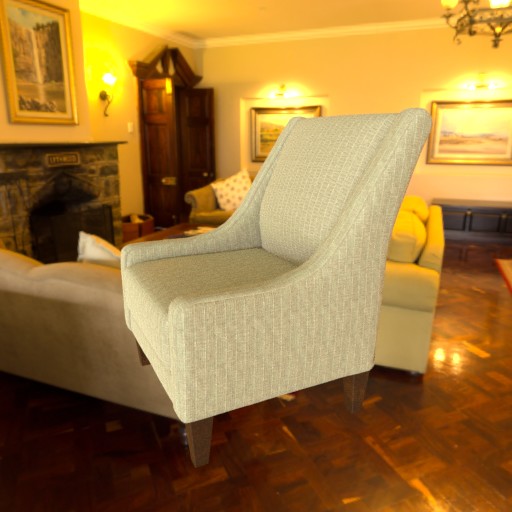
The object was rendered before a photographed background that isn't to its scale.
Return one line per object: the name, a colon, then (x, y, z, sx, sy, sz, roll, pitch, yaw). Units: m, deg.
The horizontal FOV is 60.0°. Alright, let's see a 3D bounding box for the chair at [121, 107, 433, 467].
chair: (0.000, 0.000, 1.620, 0.870, 1.014, 0.774, -8, 17, -26)
